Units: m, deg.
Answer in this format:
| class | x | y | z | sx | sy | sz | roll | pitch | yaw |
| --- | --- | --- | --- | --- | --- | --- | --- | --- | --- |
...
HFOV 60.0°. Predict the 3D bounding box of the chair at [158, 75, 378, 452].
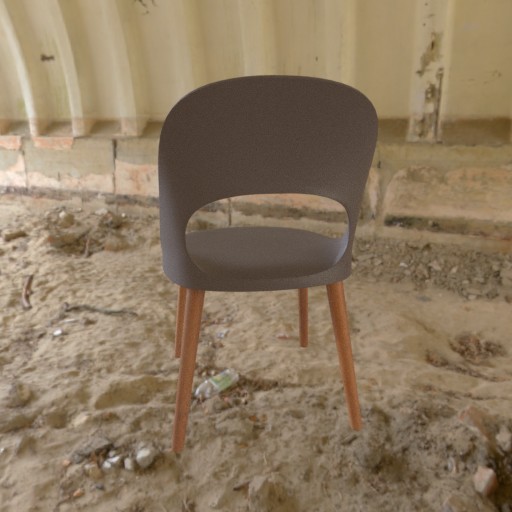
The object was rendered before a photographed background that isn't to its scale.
| class | x | y | z | sx | sy | sz | roll | pitch | yaw |
| --- | --- | --- | --- | --- | --- | --- | --- | --- | --- |
| chair | 0.000 | 0.000 | 1.129 | 0.470 | 0.794 | 0.556 | -3 | 16 | -10 |
